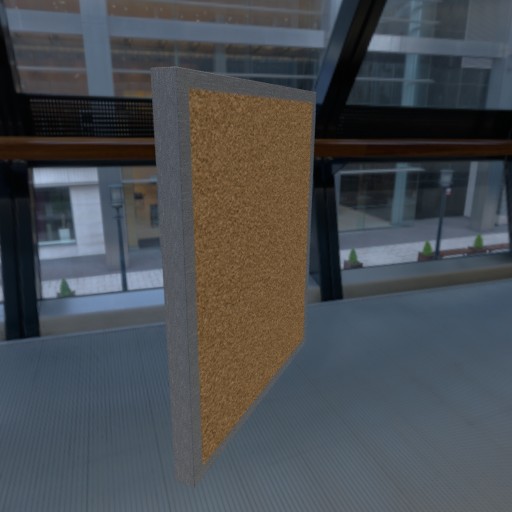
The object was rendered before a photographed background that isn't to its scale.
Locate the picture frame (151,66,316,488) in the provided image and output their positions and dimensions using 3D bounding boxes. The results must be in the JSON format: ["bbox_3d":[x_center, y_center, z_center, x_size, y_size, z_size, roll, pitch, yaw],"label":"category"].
[{"bbox_3d":[0.000,0.000,0.521,0.027,0.378,0.327,8,19,24],"label":"picture frame"}]
